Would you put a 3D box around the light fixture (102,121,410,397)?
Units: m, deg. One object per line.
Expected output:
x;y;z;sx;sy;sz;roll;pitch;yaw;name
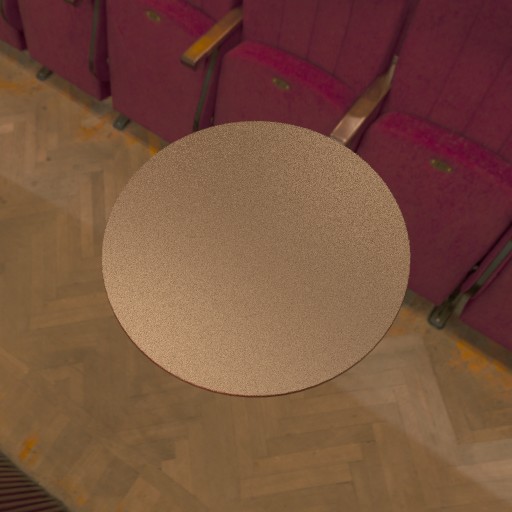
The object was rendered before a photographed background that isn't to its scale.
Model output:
0.000;0.000;0.575;0.368;0.100;0.368;0;64;0;light fixture
